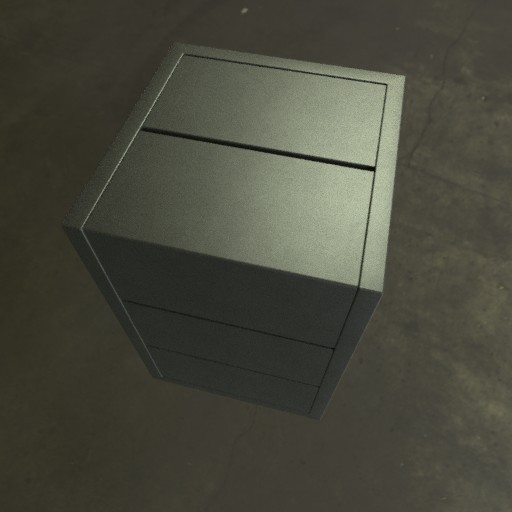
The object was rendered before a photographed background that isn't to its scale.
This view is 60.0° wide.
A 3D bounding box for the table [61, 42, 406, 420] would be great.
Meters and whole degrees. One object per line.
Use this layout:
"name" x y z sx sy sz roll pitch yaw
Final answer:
"table" 0.000 0.000 0.898 0.405 0.609 0.420 12 57 8
